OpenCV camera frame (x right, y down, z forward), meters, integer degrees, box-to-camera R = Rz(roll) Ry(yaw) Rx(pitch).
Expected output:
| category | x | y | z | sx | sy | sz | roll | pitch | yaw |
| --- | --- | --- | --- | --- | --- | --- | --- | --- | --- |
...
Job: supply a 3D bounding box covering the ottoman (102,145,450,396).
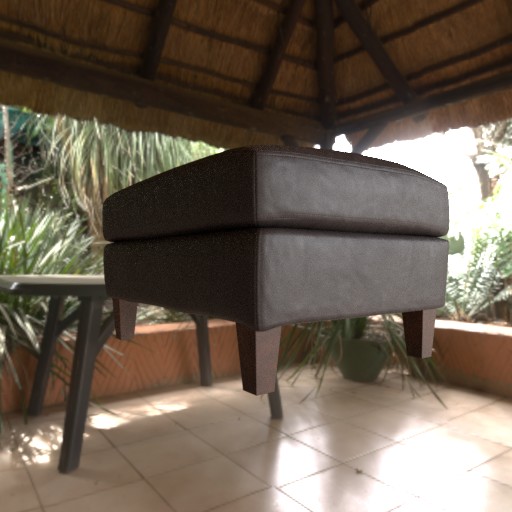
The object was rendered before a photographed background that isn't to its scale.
| category | x | y | z | sx | sy | sz | roll | pitch | yaw |
| --- | --- | --- | --- | --- | --- | --- | --- | --- | --- |
| ottoman | 0.000 | 0.000 | 1.297 | 0.659 | 0.529 | 0.887 | 0 | -1 | -36 |
